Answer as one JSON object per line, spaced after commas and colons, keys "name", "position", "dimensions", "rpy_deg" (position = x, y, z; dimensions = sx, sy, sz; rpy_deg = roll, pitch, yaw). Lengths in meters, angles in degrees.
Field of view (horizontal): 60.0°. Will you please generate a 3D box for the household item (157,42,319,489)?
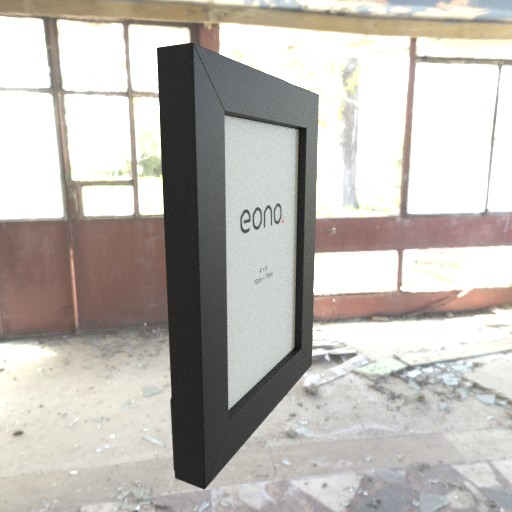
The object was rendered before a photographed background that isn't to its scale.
{"name": "household item", "position": [0.000, 0.000, 0.233], "dimensions": [0.022, 0.178, 0.133], "rpy_deg": [6, 13, 26]}
